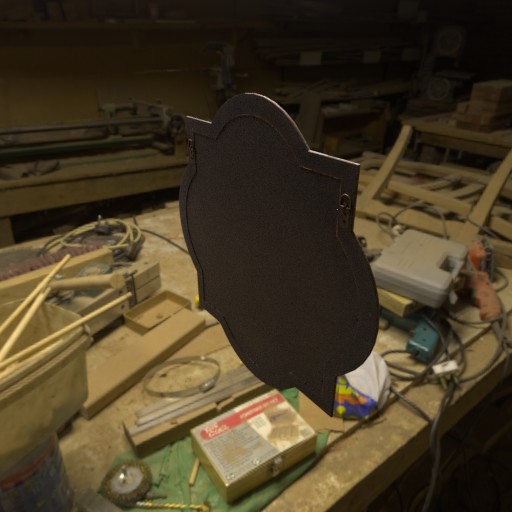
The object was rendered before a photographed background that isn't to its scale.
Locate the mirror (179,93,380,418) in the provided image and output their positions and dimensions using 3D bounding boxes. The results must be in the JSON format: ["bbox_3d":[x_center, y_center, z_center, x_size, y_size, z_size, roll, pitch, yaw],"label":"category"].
[{"bbox_3d":[0.000,0.000,1.015,0.019,0.686,0.686,-19,33,-33],"label":"mirror"}]
